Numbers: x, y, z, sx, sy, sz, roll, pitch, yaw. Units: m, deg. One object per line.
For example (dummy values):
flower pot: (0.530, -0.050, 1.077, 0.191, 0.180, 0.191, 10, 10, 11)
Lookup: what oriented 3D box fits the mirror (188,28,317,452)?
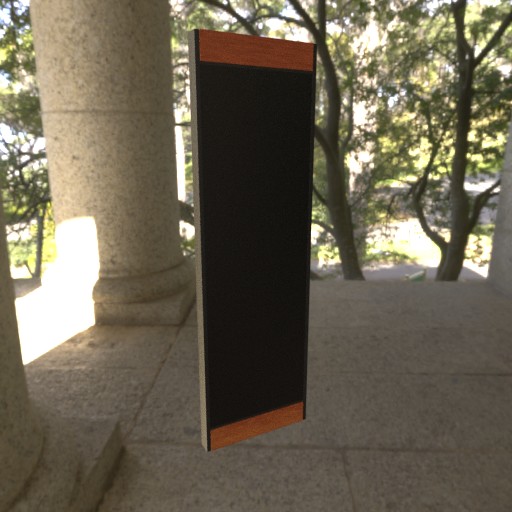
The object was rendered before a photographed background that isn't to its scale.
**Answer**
mirror: (0.000, 0.000, 1.245, 0.343, 1.123, 0.047, -7, 16, -27)
